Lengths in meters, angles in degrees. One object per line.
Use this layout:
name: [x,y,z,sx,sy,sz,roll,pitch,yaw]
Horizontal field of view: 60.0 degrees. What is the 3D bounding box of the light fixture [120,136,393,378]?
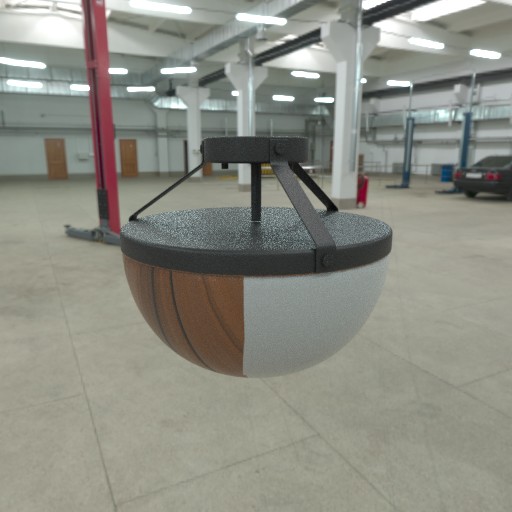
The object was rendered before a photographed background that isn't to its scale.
light fixture: [0.000,0.000,0.523,0.304,0.269,0.304,0,13,0]
